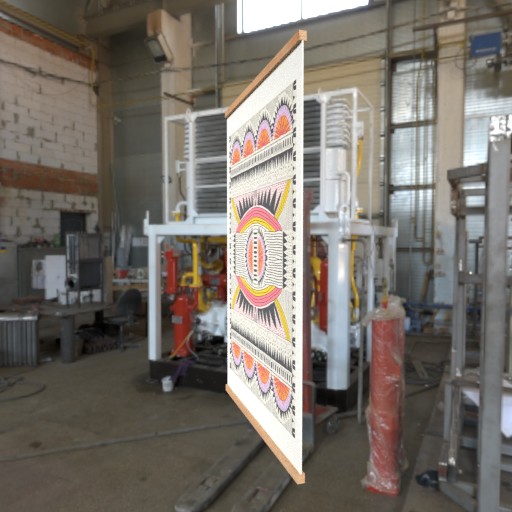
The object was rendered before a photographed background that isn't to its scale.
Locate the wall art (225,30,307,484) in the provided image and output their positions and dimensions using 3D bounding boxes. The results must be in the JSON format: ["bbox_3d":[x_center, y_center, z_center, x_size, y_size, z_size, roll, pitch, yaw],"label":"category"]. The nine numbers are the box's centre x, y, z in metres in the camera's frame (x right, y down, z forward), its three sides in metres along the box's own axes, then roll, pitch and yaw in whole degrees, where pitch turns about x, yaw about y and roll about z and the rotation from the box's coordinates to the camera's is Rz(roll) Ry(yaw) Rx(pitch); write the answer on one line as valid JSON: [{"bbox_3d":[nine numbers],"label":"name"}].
[{"bbox_3d":[0.000,0.000,1.972,0.028,1.533,0.999,-1,2,-18],"label":"wall art"}]
